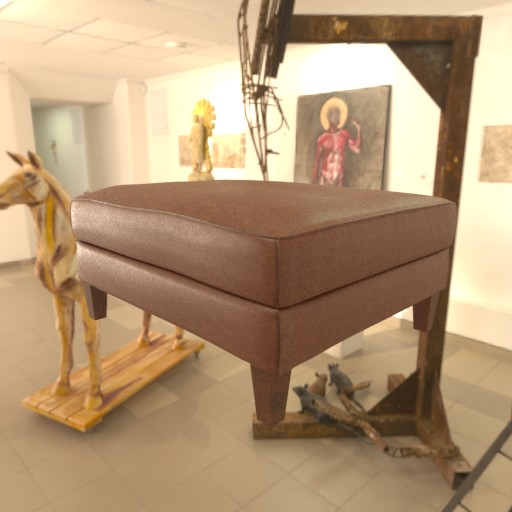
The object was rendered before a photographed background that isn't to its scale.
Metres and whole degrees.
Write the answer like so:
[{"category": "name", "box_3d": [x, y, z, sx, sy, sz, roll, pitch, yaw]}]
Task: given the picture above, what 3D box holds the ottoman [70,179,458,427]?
[{"category": "ottoman", "box_3d": [0.000, 0.000, 1.468, 0.836, 0.472, 0.987, -13, 19, -43]}]
